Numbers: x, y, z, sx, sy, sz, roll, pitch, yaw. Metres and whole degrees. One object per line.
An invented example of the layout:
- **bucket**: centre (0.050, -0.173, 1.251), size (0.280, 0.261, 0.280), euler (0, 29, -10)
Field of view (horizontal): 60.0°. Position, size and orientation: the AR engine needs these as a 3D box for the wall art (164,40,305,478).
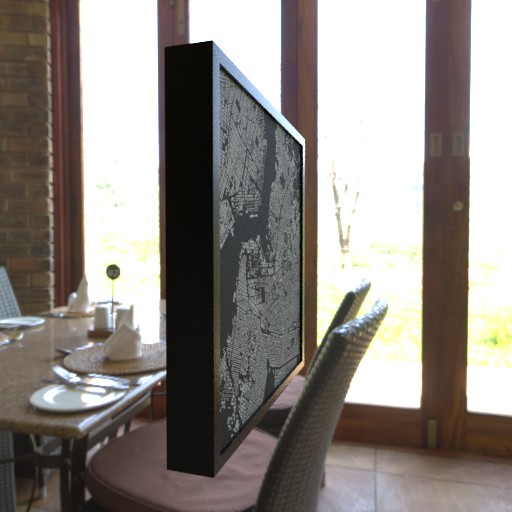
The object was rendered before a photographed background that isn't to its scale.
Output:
- **wall art**: centre (0.000, 0.000, 0.450), size (0.037, 0.299, 0.299), euler (1, 2, 18)
